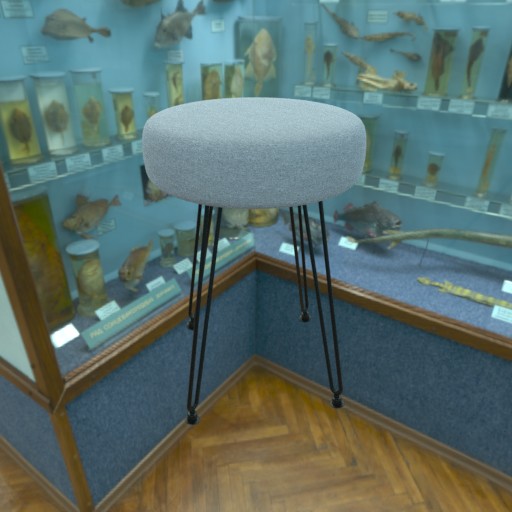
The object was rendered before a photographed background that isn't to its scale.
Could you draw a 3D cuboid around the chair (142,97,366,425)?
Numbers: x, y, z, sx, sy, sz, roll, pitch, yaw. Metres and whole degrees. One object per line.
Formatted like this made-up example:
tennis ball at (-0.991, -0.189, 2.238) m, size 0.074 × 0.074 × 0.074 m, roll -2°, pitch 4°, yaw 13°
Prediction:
chair at (0.000, 0.000, 0.695) m, size 0.350 × 0.440 × 0.350 m, roll 20°, pitch 35°, yaw 32°
